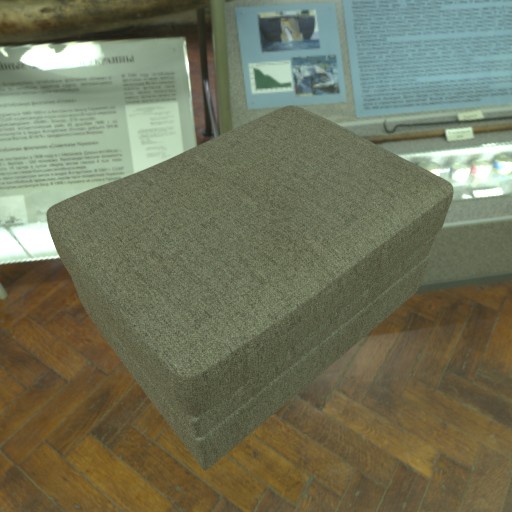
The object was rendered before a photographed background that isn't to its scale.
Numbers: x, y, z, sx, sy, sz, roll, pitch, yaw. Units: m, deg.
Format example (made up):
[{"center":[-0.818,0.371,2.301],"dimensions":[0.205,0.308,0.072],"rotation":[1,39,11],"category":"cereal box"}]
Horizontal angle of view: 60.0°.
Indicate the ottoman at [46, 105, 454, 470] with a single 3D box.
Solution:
[{"center":[0.000,0.000,1.239],"dimensions":[0.885,0.478,0.637],"rotation":[-32,53,-27],"category":"ottoman"}]
